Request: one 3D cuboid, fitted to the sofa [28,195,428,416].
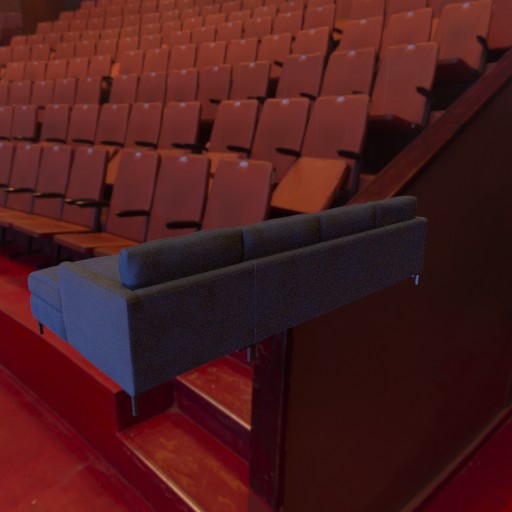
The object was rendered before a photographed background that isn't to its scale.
[{"bbox_3d":[0.000,0.000,3.185,2.725,0.756,1.255,-14,20,-42],"label":"sofa"}]
